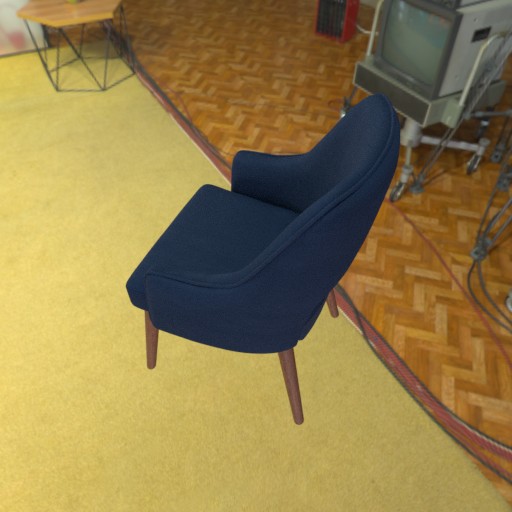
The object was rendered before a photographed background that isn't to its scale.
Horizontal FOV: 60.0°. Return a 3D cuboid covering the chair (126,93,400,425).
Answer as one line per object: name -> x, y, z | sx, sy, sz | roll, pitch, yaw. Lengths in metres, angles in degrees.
chair -> 0.000, 0.000, 1.205 | 0.591, 0.844, 0.559 | 16, 48, 15
